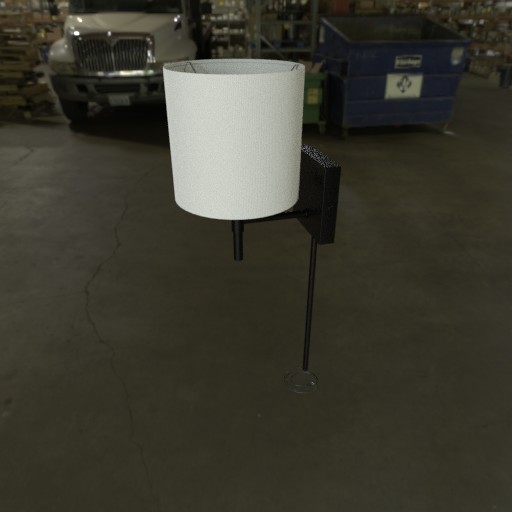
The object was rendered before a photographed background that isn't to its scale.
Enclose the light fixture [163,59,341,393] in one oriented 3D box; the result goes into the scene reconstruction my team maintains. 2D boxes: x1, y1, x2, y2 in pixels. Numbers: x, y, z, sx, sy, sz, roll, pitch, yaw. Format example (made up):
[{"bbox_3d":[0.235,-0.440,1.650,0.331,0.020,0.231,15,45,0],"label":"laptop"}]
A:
[{"bbox_3d":[0.000,0.000,0.741,0.248,0.589,0.188,-8,30,-13],"label":"light fixture"}]
